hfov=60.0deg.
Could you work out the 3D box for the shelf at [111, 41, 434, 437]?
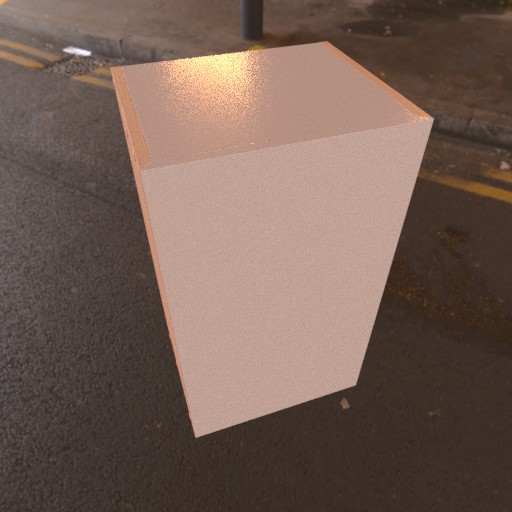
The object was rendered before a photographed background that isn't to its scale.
[{"bbox_3d":[0.000,0.000,0.790,0.350,0.600,0.290,-13,45,-14],"label":"shelf"}]
